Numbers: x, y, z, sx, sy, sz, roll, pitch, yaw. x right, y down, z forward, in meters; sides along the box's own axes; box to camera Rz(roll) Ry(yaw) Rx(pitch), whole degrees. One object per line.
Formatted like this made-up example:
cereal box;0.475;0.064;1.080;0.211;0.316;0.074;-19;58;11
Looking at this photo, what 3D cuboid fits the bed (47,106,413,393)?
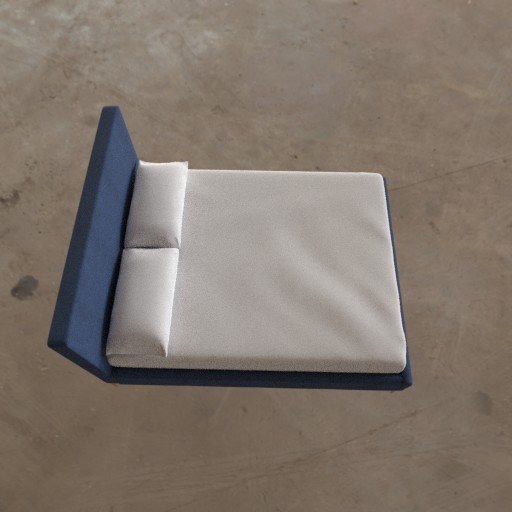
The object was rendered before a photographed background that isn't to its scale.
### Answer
bed;0.000;0.000;3.220;2.172;1.231;1.723;1;64;1
